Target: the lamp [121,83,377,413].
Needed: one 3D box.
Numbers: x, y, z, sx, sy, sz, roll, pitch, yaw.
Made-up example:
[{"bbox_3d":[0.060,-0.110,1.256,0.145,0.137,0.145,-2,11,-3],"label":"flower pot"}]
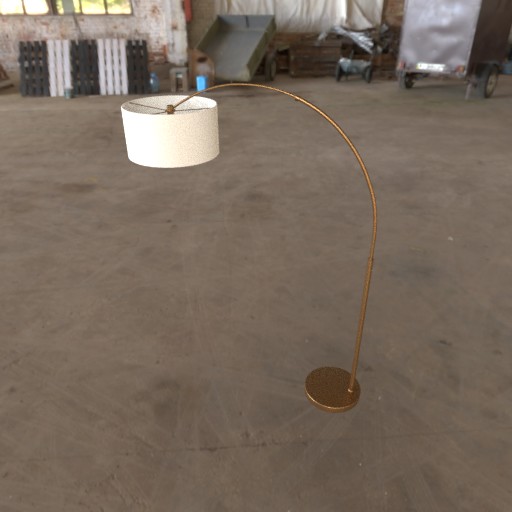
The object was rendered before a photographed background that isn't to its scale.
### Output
[{"bbox_3d":[0.000,0.000,2.628,1.434,1.927,0.493,8,31,14],"label":"lamp"}]
